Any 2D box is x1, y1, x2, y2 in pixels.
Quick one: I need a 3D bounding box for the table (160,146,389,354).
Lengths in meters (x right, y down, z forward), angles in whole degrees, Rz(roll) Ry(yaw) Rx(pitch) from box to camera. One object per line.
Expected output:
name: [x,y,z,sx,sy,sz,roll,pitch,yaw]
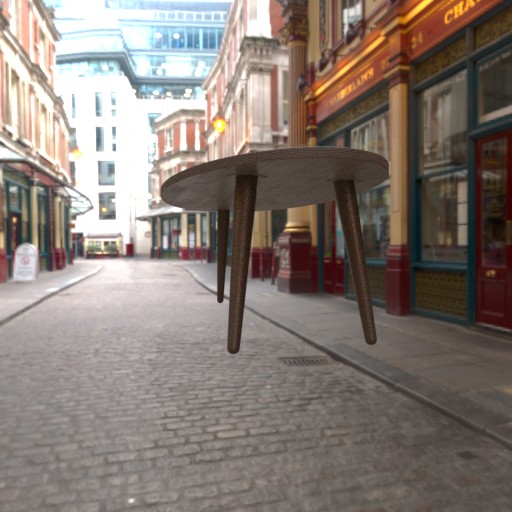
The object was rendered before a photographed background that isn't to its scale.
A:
table: [0.000,0.000,1.298,0.542,0.390,1.083,0,1,-16]
